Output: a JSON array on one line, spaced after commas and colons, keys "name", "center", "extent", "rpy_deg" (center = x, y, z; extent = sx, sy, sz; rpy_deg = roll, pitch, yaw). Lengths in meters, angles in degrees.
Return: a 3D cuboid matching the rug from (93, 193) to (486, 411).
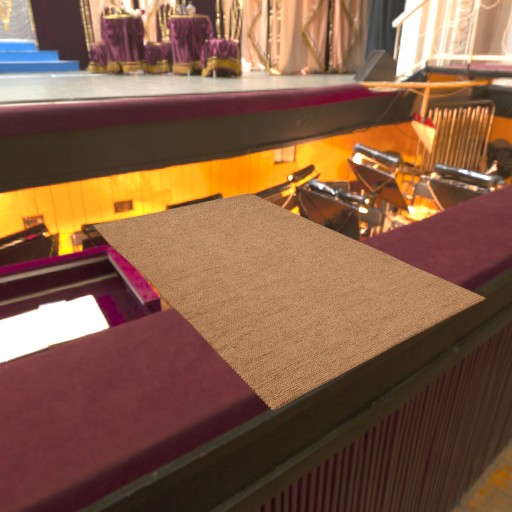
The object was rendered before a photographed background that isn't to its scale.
[{"name": "rug", "center": [0.000, 0.000, 3.059], "extent": [1.533, 0.011, 2.439], "rpy_deg": [-17, 30, -31]}]
